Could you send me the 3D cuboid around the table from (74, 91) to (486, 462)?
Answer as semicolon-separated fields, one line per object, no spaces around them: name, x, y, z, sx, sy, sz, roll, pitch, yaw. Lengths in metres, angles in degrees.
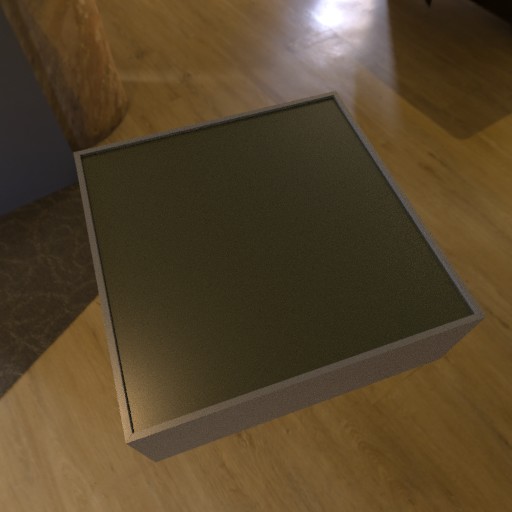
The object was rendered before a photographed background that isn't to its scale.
table;0.000;0.000;1.236;0.801;0.299;0.801;-16;60;-10
